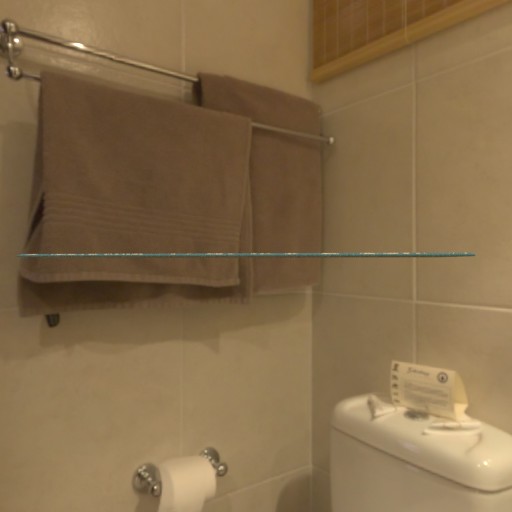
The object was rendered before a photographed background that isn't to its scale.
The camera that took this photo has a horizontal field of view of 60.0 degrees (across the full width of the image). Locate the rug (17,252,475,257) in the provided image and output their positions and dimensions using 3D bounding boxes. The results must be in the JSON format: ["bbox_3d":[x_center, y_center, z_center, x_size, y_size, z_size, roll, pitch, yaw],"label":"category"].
[{"bbox_3d":[0.000,0.000,2.264,1.833,0.012,1.211,0,0,17],"label":"rug"}]
